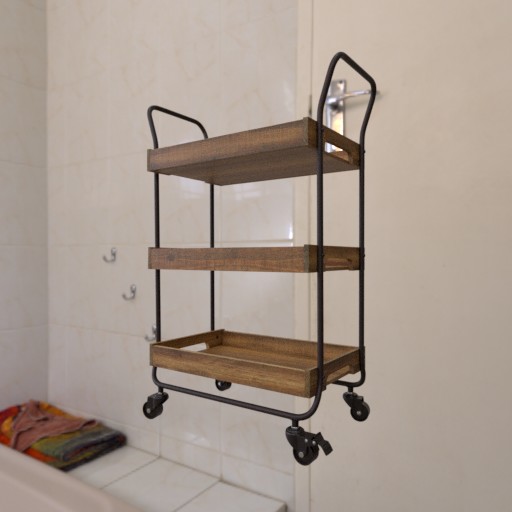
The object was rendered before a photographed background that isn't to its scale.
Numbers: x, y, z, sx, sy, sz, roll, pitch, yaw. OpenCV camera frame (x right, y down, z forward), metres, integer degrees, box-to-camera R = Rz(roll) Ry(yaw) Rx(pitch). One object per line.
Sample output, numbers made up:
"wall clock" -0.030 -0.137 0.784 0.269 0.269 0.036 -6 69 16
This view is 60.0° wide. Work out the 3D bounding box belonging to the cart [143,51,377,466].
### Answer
"cart" 0.000 0.000 1.168 0.583 0.857 0.339 0 0 35
